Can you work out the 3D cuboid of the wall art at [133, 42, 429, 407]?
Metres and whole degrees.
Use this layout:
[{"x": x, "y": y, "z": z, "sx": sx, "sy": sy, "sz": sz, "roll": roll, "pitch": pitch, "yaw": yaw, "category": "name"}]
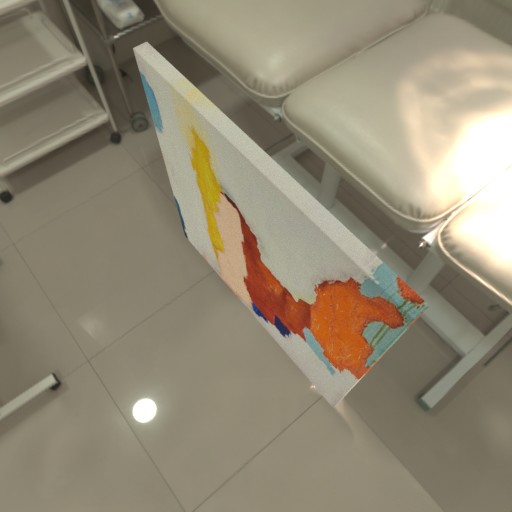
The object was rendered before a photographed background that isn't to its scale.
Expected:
[{"x": 0.000, "y": 0.000, "z": 1.194, "sx": 0.037, "sy": 0.814, "sz": 0.814, "roll": -36, "pitch": 68, "yaw": -17, "category": "wall art"}]
